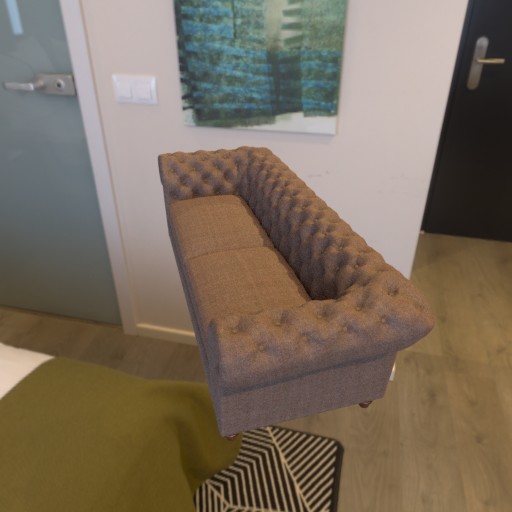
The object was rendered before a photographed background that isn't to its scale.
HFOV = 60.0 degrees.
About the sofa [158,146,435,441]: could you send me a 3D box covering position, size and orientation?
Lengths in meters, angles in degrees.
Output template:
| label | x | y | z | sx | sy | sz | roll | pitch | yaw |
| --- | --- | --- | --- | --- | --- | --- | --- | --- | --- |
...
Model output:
| label | x | y | z | sx | sy | sz | roll | pitch | yaw |
| --- | --- | --- | --- | --- | --- | --- | --- | --- | --- |
| sofa | 0.000 | 0.000 | 2.780 | 0.944 | 0.787 | 2.385 | -8 | 31 | -14 |
